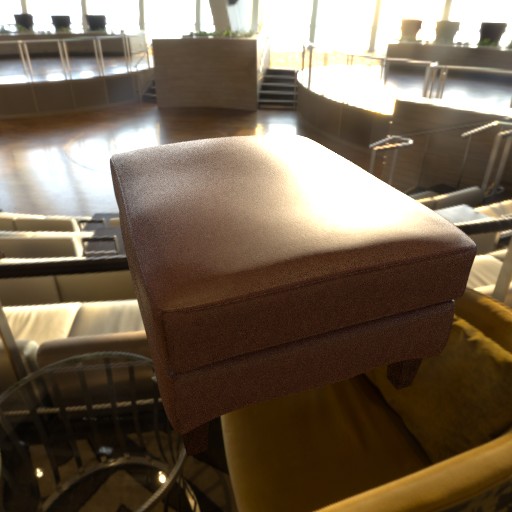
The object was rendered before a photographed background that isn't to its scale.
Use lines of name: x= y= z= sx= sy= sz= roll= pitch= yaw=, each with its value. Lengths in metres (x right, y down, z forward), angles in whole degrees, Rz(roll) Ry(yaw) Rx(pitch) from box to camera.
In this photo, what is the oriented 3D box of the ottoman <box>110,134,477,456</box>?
ottoman: x=0.000 y=0.000 z=1.194 sx=0.650 sy=0.485 sz=0.851 roll=-11 pitch=32 yaw=-18
